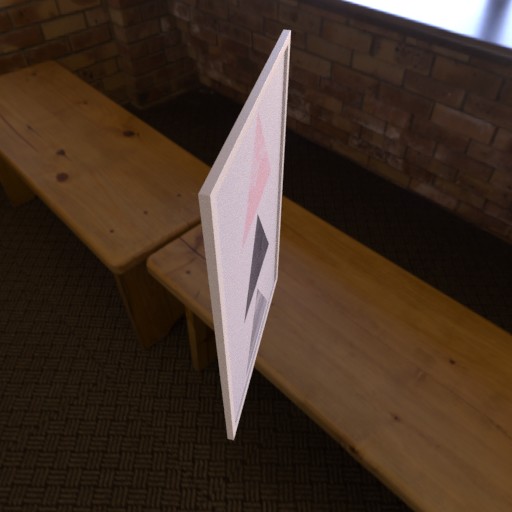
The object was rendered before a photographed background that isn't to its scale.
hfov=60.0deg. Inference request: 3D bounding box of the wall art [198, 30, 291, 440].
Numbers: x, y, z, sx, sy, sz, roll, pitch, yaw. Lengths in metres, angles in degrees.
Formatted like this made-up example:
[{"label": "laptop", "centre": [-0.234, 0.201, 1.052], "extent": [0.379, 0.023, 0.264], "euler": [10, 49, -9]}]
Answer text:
[{"label": "wall art", "centre": [0.000, 0.000, 0.845], "extent": [0.013, 0.656, 0.456], "euler": [10, 48, 9]}]
